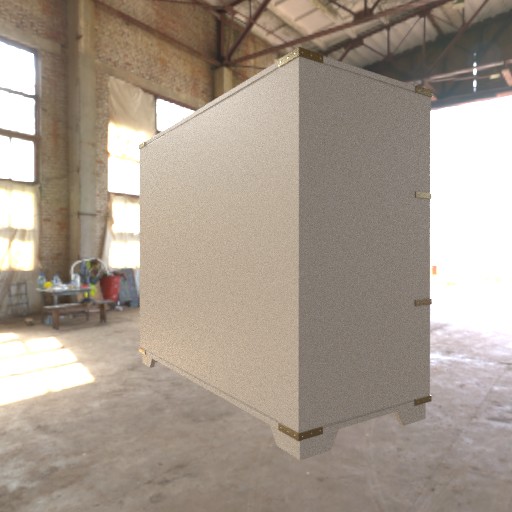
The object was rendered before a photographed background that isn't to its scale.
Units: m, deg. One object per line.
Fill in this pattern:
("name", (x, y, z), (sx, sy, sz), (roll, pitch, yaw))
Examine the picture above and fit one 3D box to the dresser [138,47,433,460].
("dresser", (0.000, 0.000, 1.489), (0.460, 0.891, 1.022), (0, 1, -33))
